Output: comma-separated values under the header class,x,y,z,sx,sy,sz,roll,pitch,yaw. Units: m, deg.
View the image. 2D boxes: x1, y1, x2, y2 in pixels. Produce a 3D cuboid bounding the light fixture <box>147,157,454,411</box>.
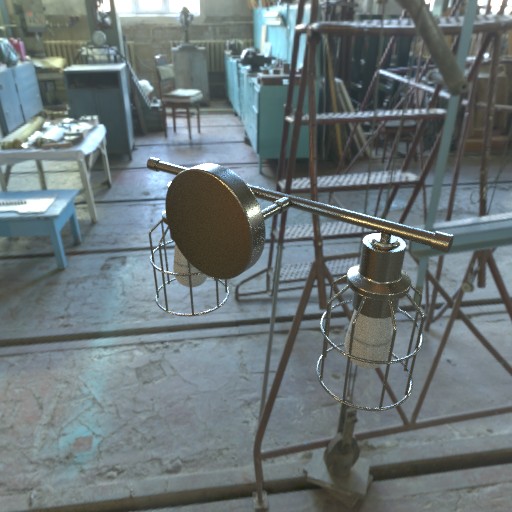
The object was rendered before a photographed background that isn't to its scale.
class,x,y,z,sx,sy,sz,roll,pitch,yaw
light fixture,0.000,0.000,0.528,0.406,0.254,0.165,20,35,32
